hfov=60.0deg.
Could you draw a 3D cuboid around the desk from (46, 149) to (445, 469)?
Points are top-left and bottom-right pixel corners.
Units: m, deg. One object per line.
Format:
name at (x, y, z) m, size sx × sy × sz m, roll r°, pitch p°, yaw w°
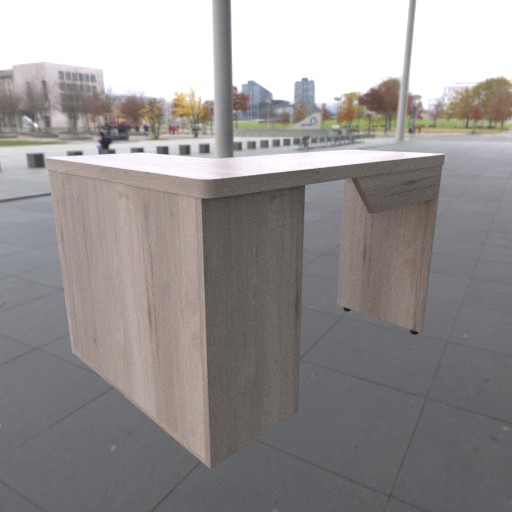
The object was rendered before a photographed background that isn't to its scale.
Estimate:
desk at (0.000, 0.000, 1.717) m, size 1.169 × 0.760 × 0.900 m, roll -16°, pitch 23°, yaw -42°
